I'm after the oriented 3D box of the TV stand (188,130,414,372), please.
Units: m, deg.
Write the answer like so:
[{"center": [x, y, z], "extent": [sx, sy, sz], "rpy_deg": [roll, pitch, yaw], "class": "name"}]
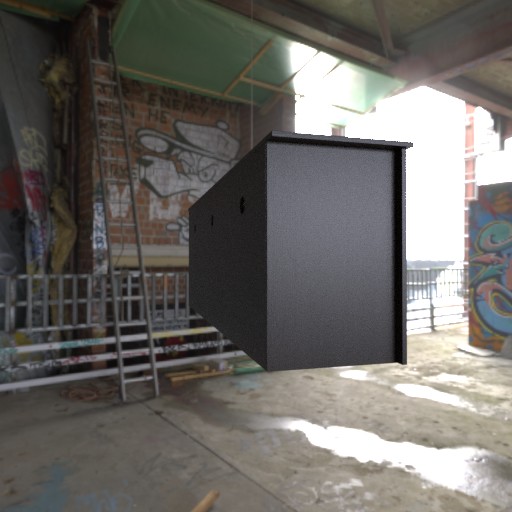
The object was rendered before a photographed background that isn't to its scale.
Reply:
[{"center": [0.000, 0.000, 2.009], "extent": [0.406, 0.610, 1.778], "rpy_deg": [0, 0, -15], "class": "TV stand"}]
